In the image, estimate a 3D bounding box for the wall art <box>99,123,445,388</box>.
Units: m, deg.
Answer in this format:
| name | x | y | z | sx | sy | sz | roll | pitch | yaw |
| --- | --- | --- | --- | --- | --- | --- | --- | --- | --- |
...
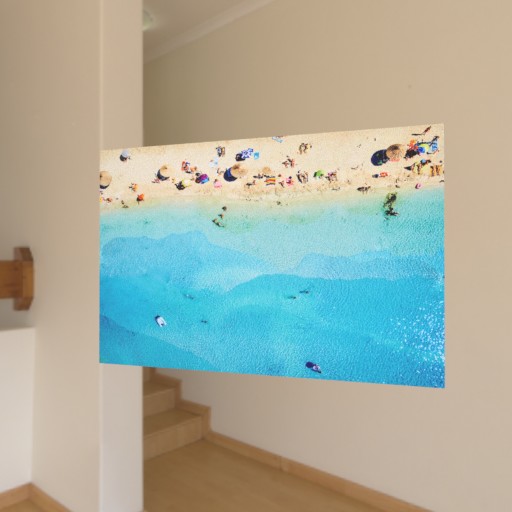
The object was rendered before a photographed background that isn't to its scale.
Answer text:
| name | x | y | z | sx | sy | sz | roll | pitch | yaw |
| --- | --- | --- | --- | --- | --- | --- | --- | --- | --- |
| wall art | 0.000 | 0.000 | 1.142 | 0.894 | 0.595 | 0.057 | 0 | -1 | 16 |
